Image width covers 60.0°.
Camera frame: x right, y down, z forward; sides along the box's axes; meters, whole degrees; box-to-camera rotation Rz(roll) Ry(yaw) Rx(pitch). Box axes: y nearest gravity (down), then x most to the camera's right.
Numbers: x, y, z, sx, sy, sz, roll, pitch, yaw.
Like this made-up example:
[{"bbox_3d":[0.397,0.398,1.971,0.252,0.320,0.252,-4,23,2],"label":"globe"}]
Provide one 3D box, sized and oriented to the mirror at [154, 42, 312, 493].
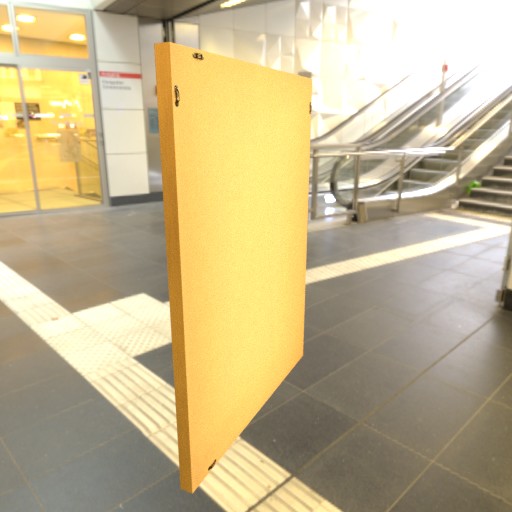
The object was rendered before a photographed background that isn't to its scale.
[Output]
[{"bbox_3d":[0.000,0.000,1.280,0.040,1.016,0.762,8,18,25],"label":"mirror"}]
